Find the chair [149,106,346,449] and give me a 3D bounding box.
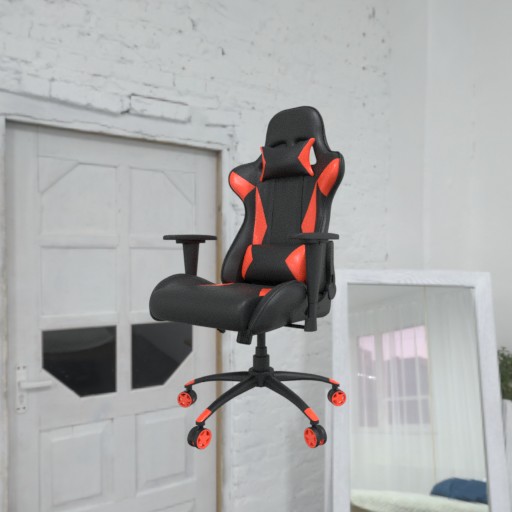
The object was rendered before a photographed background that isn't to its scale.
[{"bbox_3d":[0.000,0.000,1.740,0.695,1.282,0.730,1,2,37],"label":"chair"}]
